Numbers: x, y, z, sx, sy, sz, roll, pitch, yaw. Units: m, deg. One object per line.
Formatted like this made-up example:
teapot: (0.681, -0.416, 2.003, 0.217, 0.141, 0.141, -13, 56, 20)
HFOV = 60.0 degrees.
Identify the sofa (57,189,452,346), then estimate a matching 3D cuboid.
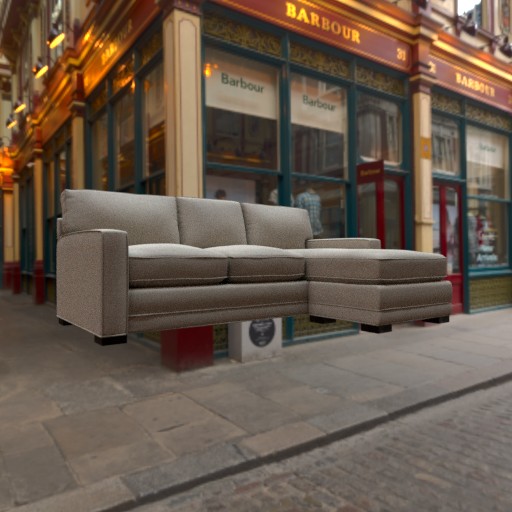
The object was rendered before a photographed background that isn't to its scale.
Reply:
sofa: (0.000, 0.000, 2.855, 2.087, 0.861, 1.496, 0, 0, -36)
